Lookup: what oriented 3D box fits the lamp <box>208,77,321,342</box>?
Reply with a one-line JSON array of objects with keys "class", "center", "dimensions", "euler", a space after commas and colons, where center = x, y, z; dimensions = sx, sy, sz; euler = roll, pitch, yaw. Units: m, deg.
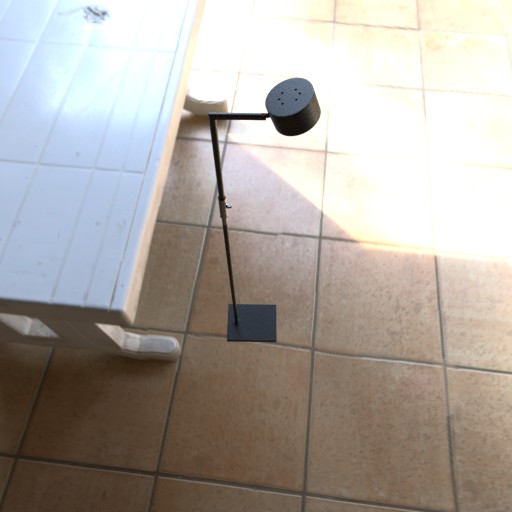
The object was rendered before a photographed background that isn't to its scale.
[{"class": "lamp", "center": [0.000, 0.000, 1.692], "dimensions": [0.304, 1.600, 0.203], "euler": [1, 62, 0]}]
